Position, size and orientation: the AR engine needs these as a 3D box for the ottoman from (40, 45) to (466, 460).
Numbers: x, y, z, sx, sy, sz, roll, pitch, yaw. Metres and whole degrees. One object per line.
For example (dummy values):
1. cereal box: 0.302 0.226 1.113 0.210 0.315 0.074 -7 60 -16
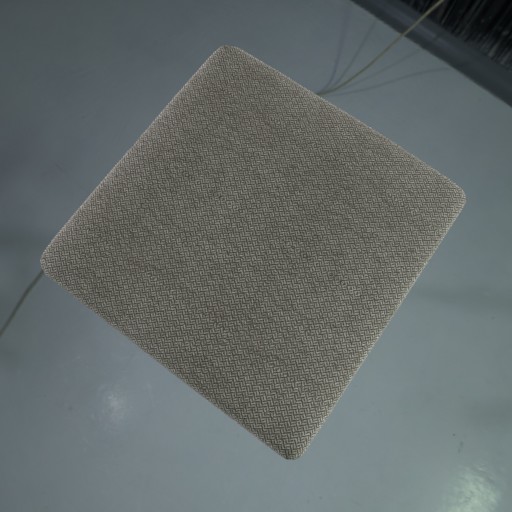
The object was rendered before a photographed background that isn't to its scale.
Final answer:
1. ottoman: 0.000 0.000 0.893 0.512 0.453 0.519 35 79 8
